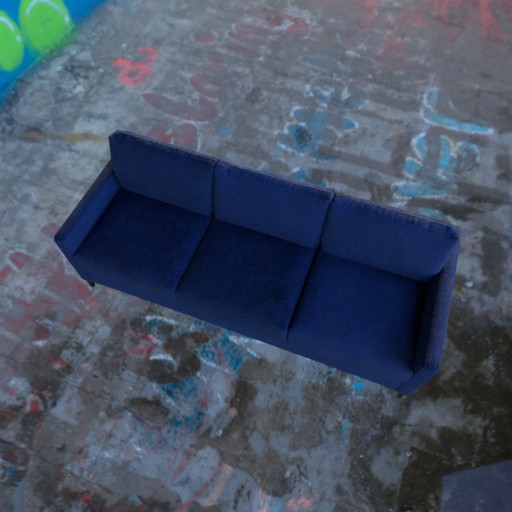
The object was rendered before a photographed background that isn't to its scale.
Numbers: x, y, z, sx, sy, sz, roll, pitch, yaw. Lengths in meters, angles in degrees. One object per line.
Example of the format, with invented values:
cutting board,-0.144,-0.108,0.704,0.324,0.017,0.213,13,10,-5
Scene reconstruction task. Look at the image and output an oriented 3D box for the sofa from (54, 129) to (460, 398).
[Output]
sofa,0.000,0.000,2.720,2.252,0.879,0.875,18,61,10
